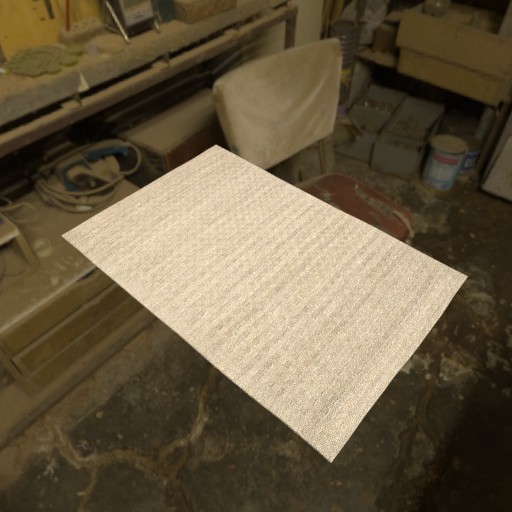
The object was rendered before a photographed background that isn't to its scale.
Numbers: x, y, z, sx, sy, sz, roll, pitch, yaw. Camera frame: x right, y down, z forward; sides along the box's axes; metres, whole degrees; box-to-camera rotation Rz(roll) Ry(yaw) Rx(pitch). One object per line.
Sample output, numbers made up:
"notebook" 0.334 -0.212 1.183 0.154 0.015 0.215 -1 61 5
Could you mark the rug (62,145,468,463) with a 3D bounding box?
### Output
"rug" 0.000 0.000 2.977 2.297 0.018 1.532 33 55 27
